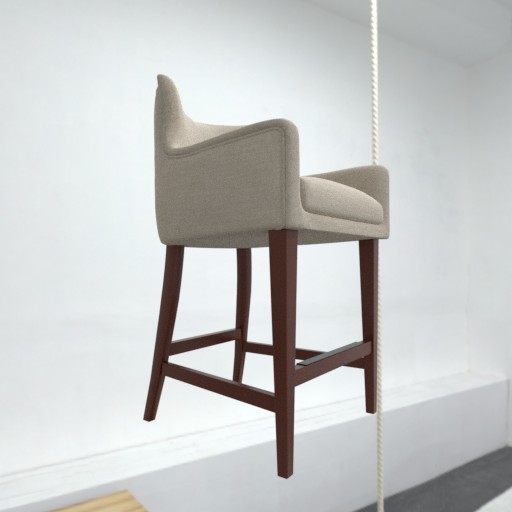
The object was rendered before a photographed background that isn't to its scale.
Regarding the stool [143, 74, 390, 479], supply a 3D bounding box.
[{"bbox_3d":[0.000,0.000,1.360,0.637,0.987,0.615,0,-1,36],"label":"stool"}]
